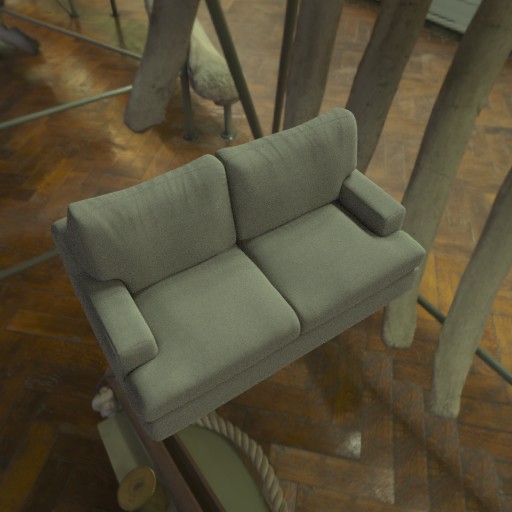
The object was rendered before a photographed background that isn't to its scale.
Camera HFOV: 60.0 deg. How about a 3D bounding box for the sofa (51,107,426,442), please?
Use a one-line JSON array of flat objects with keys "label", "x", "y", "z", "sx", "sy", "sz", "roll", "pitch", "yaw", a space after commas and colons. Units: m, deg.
[{"label": "sofa", "x": 0.000, "y": 0.000, "z": 2.471, "sx": 1.855, "sy": 0.980, "sz": 0.962, "roll": -26, "pitch": 53, "yaw": -22}]
